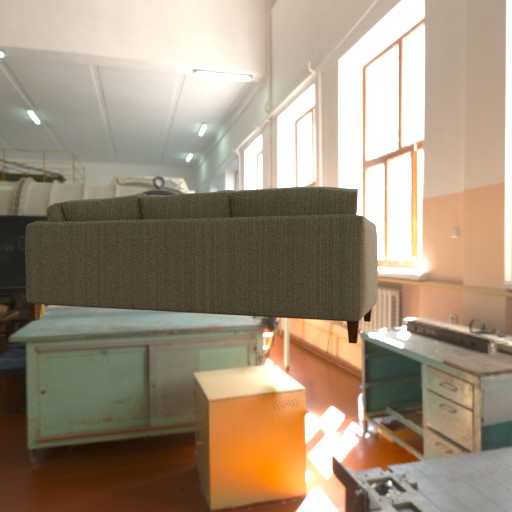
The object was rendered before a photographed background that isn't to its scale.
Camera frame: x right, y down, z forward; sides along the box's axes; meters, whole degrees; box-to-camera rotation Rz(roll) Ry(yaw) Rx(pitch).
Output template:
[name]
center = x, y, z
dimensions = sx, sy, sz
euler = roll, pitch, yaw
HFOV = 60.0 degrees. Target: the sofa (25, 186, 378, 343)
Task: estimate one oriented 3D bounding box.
[sofa]
center = 0.000, 0.000, 4.586
dimensions = 2.594, 0.961, 3.460
euler = 0, 1, 20
